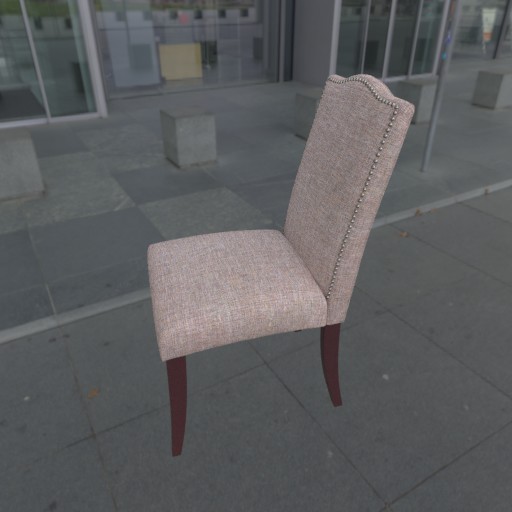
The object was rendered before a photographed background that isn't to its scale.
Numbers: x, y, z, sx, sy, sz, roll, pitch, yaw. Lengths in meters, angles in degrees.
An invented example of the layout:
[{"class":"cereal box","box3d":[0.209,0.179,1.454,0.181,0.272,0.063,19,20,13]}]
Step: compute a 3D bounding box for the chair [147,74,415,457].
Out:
[{"class":"chair","box3d":[0.000,0.000,1.362,0.660,1.016,0.513,-8,32,-13]}]
